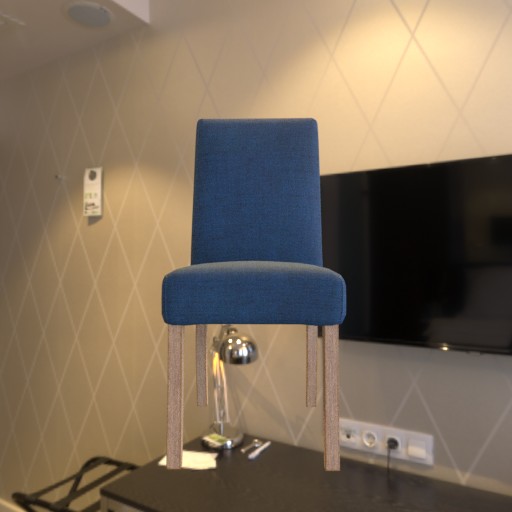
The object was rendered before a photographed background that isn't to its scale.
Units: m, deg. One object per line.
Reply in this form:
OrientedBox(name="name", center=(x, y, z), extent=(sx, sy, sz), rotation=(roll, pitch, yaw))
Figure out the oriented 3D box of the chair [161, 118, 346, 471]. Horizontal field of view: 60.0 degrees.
OrientedBox(name="chair", center=(0.000, 0.000, 1.361), extent=(0.450, 1.029, 0.610), rotation=(0, -2, 1))
